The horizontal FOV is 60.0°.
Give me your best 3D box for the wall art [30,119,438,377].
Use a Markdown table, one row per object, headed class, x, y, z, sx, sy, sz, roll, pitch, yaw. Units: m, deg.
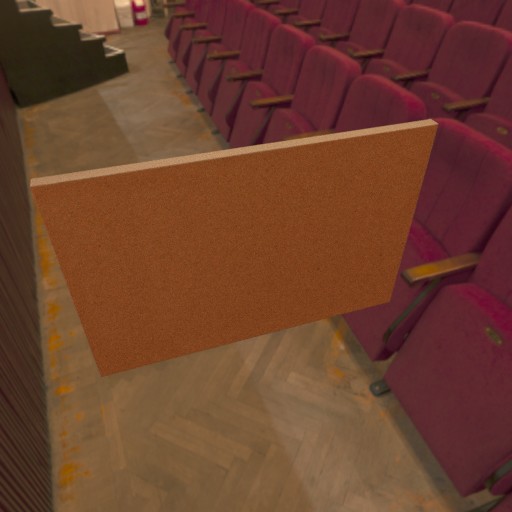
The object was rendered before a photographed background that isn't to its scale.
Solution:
| class | x | y | z | sx | sy | sz | roll | pitch | yaw |
| --- | --- | --- | --- | --- | --- | --- | --- | --- | --- |
| wall art | 0.000 | 0.000 | 0.778 | 0.615 | 0.410 | 0.021 | -12 | 41 | -14 |
